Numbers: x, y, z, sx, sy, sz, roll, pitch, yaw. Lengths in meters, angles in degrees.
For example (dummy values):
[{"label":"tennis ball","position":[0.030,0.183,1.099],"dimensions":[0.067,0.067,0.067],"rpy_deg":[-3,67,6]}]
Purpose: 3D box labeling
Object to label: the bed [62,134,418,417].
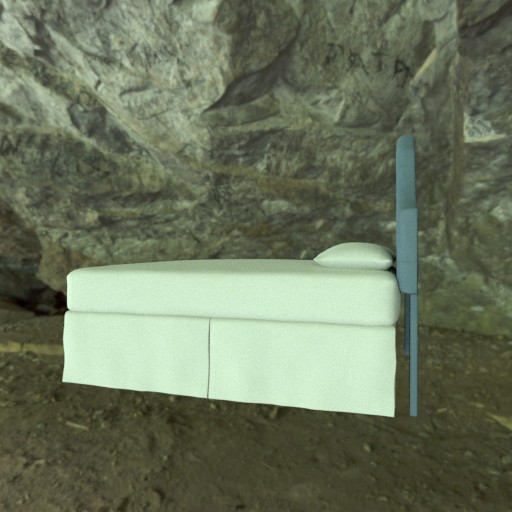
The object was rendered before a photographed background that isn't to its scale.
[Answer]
[{"label":"bed","position":[0.000,0.000,3.233],"dimensions":[2.155,1.575,1.636],"rpy_deg":[0,0,18]}]
